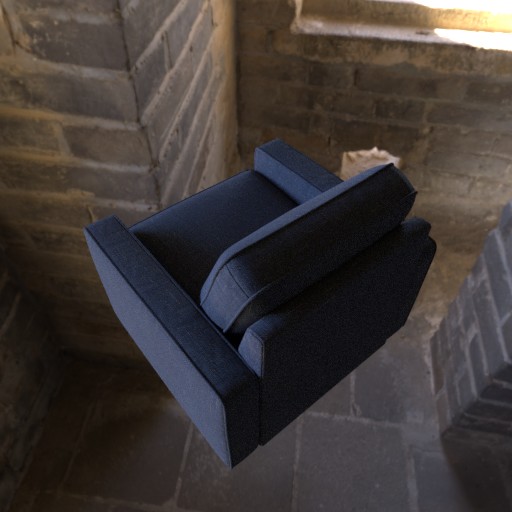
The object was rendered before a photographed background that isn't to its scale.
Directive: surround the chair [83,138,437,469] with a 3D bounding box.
[{"bbox_3d":[0.000,0.000,1.743,1.017,0.919,0.940,-31,54,-25],"label":"chair"}]
